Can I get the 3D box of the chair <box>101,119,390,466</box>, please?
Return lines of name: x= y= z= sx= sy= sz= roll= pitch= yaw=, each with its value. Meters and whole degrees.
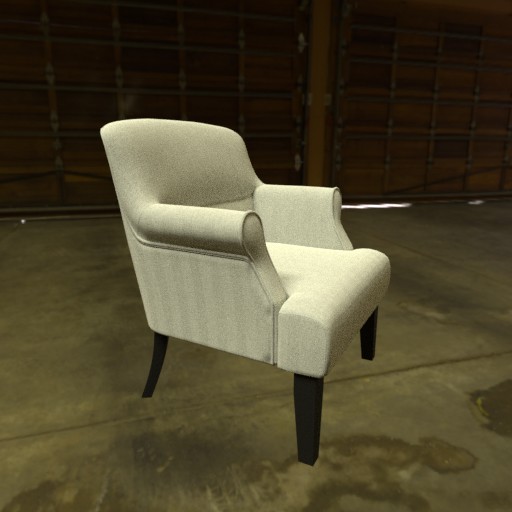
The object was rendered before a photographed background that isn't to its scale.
chair: x=0.000 y=0.000 z=1.465 sx=0.750 sy=0.875 sz=0.781 roll=7 pitch=16 yaw=27
